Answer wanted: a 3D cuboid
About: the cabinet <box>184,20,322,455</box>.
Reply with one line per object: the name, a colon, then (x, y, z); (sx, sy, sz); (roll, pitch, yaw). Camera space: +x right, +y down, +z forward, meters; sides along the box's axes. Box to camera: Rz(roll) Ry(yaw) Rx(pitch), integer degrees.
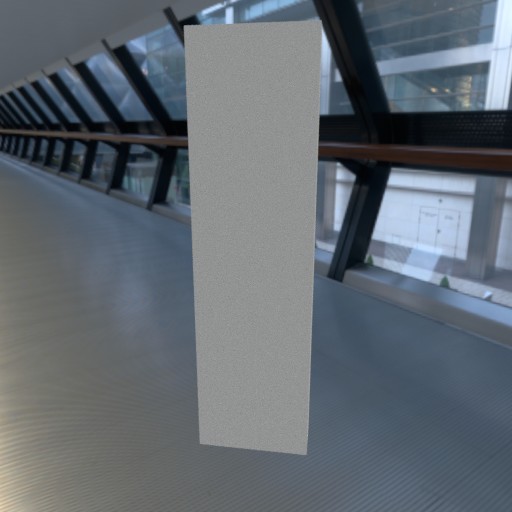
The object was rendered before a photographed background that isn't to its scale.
cabinet: (0.000, 0.000, 1.930); (0.500, 1.790, 0.230); (2, 15, 8)
